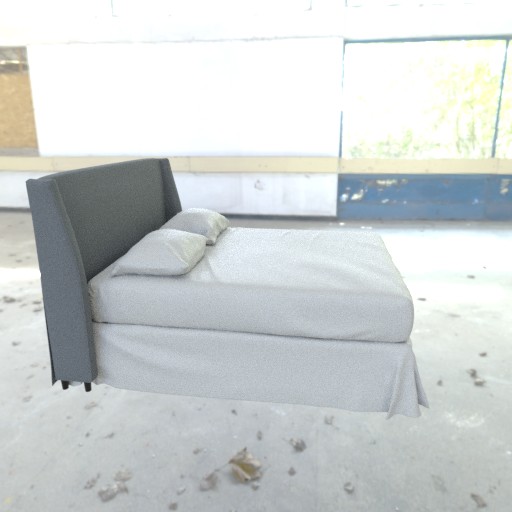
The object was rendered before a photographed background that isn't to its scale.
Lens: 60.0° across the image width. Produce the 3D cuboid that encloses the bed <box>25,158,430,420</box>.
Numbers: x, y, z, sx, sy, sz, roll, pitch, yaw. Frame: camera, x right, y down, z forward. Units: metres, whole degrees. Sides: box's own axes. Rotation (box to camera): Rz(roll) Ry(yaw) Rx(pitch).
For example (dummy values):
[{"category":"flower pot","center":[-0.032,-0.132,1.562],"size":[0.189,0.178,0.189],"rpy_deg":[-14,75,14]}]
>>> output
[{"category":"bed","center":[0.000,0.000,3.313],"size":[2.276,1.332,1.925],"rpy_deg":[2,16,9]}]
